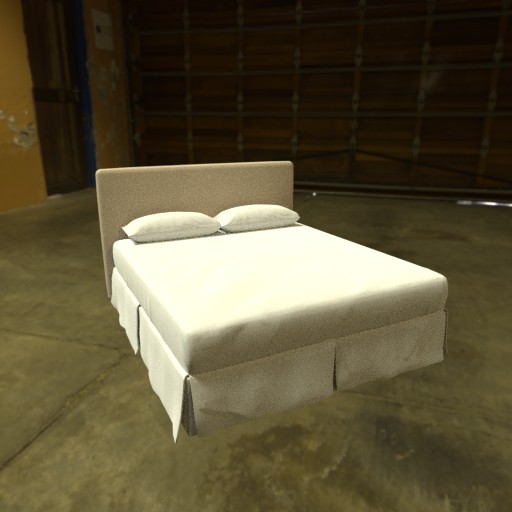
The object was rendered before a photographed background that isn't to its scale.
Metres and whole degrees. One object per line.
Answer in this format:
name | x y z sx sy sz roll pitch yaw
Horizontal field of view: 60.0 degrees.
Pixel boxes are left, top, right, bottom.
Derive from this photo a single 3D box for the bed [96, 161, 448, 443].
bed | 0.000 0.000 3.640 2.119 1.317 2.319 -8 18 -26
